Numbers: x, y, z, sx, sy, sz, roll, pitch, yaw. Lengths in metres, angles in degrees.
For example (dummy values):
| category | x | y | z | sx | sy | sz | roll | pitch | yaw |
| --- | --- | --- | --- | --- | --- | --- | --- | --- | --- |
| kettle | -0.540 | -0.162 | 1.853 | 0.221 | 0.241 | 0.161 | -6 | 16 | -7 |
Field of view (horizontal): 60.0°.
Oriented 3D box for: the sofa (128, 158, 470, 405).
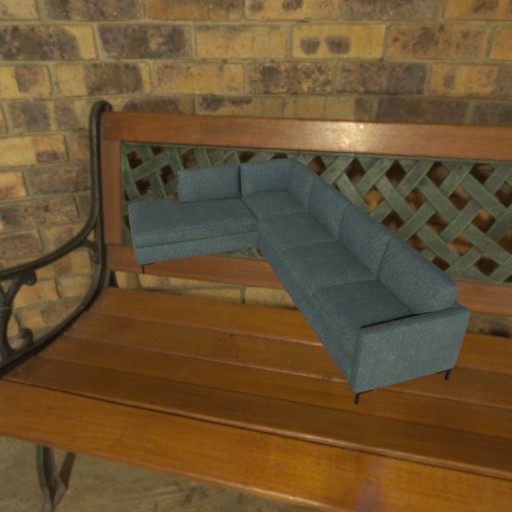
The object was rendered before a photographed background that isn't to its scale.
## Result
| category | x | y | z | sx | sy | sz | roll | pitch | yaw |
| --- | --- | --- | --- | --- | --- | --- | --- | --- | --- |
| sofa | 0.000 | 0.000 | 3.882 | 2.007 | 0.815 | 2.949 | -9 | 32 | -15 |
